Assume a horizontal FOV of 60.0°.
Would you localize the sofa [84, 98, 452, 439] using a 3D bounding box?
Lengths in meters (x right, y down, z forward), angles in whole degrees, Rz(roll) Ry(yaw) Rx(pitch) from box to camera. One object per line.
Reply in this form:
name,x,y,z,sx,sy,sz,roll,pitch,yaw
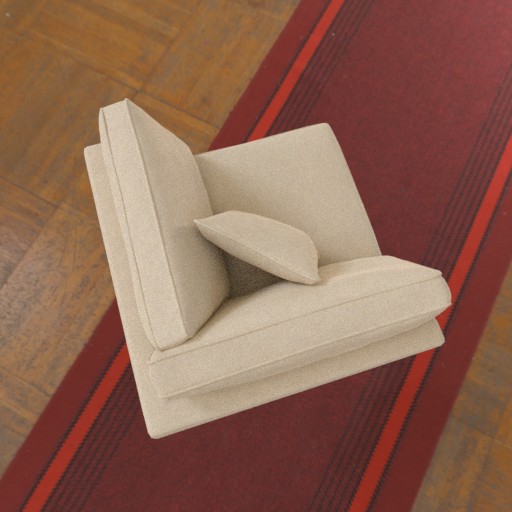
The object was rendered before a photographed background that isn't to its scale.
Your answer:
sofa,0.000,0.000,1.925,1.084,1.002,1.146,-17,76,-4
